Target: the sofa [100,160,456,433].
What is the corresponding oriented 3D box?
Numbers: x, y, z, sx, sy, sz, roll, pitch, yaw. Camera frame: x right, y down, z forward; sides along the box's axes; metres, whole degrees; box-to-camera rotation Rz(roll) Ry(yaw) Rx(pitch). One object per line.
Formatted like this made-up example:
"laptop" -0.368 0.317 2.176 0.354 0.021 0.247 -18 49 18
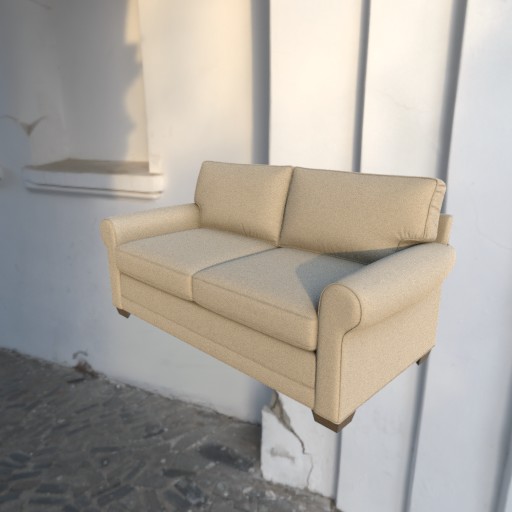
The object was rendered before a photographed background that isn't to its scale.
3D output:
"sofa" 0.000 0.000 2.468 1.930 0.952 0.940 15 22 42
